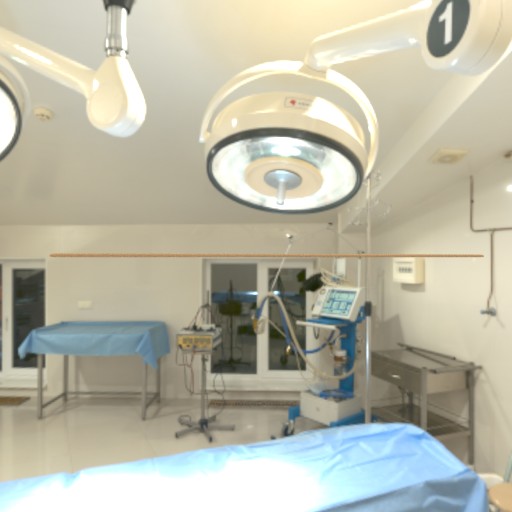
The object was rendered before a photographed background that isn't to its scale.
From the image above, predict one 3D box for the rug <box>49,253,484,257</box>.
[{"bbox_3d":[0.000,0.000,2.088,1.668,0.012,1.061,0,0,-19],"label":"rug"}]
